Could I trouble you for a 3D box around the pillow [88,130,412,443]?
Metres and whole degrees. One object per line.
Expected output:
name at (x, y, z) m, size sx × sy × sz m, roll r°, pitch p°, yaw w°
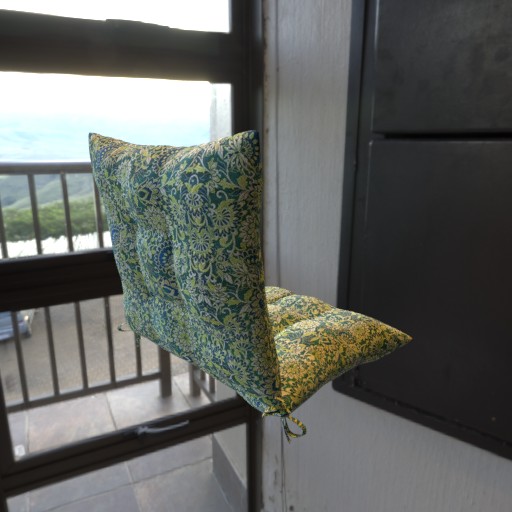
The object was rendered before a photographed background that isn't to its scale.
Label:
pillow at (0.000, 0.000, 0.997) m, size 0.585 × 0.536 × 0.541 m, roll -14°, pitch 20°, yaw -43°
